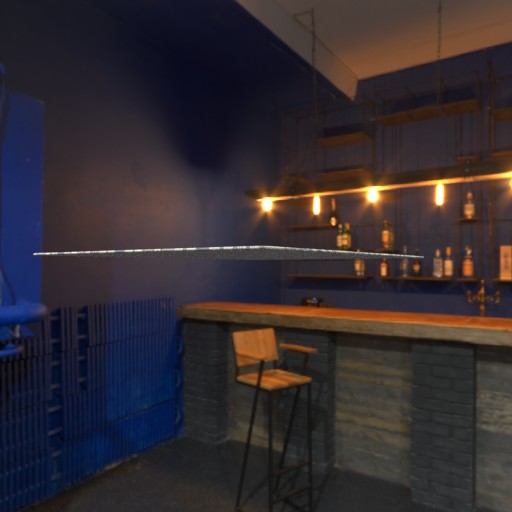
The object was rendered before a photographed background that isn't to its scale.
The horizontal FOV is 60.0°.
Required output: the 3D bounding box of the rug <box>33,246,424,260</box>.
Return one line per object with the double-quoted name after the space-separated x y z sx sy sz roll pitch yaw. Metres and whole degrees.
0.000 0.000 3.076 1.676 0.013 2.261 -1 -2 36 "rug"
